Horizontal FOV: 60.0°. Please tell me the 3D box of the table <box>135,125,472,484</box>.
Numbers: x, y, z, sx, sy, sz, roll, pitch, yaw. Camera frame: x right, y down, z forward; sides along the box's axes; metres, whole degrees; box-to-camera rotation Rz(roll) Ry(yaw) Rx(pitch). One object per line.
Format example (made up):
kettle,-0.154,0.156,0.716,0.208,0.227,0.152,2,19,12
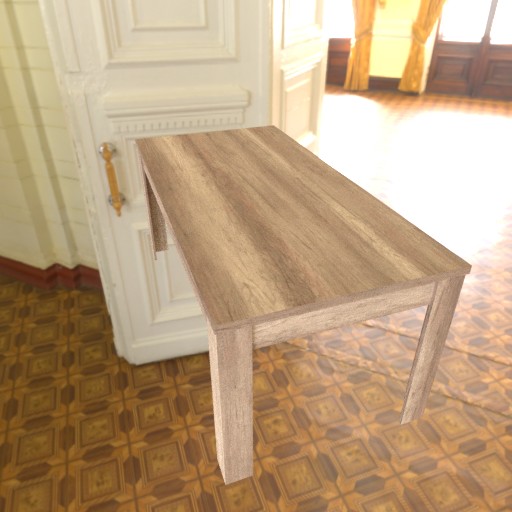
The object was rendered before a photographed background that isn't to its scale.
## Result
table,0.000,0.000,2.292,0.900,0.790,1.800,-11,34,-17
